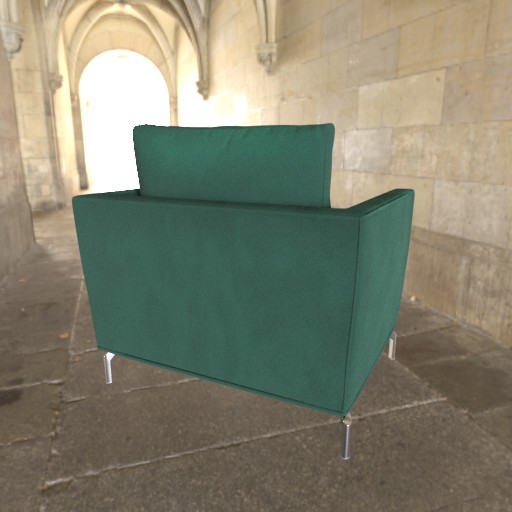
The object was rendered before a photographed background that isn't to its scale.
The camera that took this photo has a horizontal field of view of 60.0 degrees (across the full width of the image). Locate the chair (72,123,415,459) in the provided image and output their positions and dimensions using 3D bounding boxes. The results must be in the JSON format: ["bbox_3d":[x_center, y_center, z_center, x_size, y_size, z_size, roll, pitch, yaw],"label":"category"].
[{"bbox_3d":[0.000,0.000,1.747,1.047,0.997,0.852,7,15,26],"label":"chair"}]
